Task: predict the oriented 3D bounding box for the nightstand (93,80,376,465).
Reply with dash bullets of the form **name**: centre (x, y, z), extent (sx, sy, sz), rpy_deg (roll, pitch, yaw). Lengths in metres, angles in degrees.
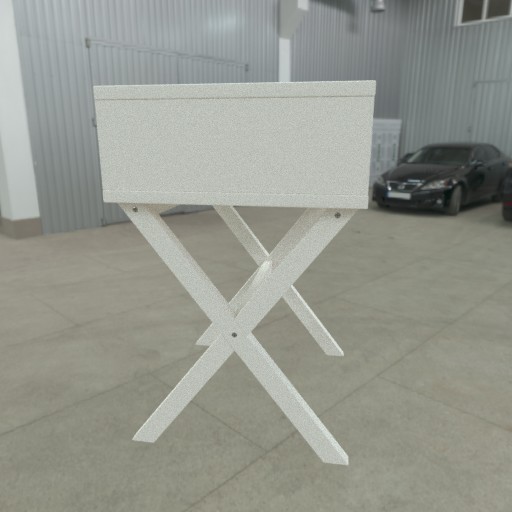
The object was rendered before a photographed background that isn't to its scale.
- **nightstand**: centre (0.000, 0.000, 0.923), extent (0.402, 0.623, 0.479), rpy_deg (3, 15, 9)
